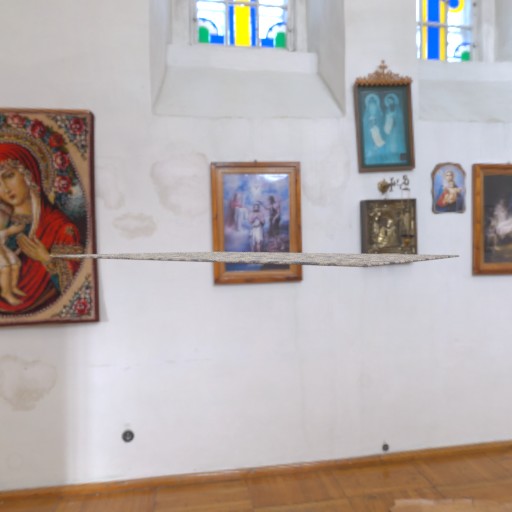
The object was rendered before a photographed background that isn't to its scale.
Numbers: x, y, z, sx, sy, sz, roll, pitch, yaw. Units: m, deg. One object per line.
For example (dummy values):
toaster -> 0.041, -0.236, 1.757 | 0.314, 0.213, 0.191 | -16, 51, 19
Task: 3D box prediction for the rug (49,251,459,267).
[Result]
rug -> 0.000, 0.000, 3.029 | 2.261, 0.013, 1.676 | 1, 2, 36
